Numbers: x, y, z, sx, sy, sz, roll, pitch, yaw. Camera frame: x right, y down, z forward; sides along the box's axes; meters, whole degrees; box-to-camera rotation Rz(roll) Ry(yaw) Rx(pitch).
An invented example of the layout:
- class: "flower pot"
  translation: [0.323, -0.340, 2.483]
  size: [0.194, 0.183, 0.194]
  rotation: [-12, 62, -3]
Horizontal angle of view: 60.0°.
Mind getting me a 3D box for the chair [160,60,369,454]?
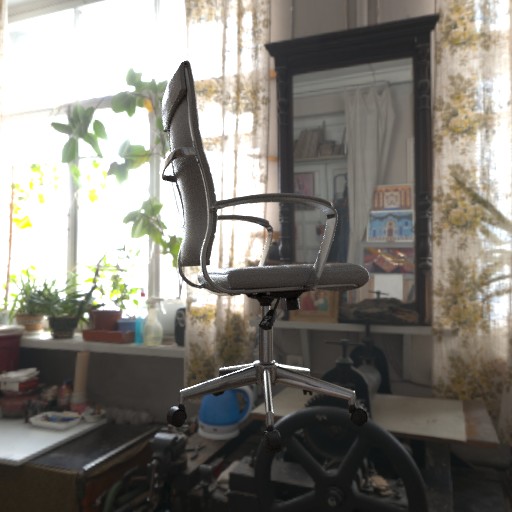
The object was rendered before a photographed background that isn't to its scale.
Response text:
- class: "chair"
  translation: [0.000, 0.000, 1.602]
  size: [0.667, 1.149, 0.679]
  rotation: [1, -2, -19]
